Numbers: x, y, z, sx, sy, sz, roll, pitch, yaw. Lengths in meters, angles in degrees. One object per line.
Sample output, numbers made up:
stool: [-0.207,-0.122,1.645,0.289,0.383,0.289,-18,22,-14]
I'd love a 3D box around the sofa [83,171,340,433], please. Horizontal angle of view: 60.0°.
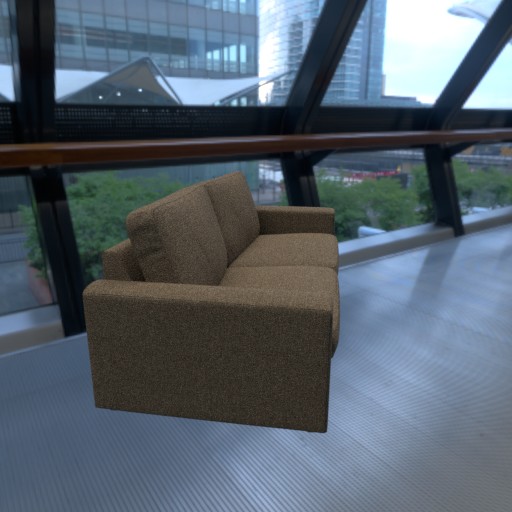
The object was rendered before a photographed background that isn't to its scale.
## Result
sofa: [0.000,0.000,2.717,1.016,0.873,2.179,3,16,10]
